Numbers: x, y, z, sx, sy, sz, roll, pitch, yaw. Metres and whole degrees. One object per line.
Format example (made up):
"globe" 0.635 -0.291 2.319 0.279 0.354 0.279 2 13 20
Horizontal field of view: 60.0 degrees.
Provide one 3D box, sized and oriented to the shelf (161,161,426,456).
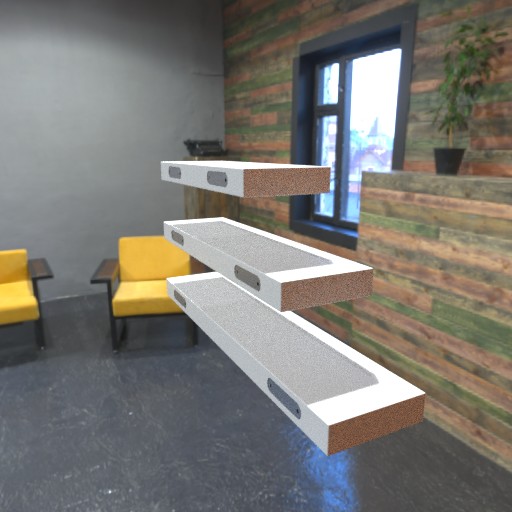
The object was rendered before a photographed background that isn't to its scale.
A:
"shelf" 0.000 0.000 0.730 0.140 0.293 0.610 -7 15 -26
